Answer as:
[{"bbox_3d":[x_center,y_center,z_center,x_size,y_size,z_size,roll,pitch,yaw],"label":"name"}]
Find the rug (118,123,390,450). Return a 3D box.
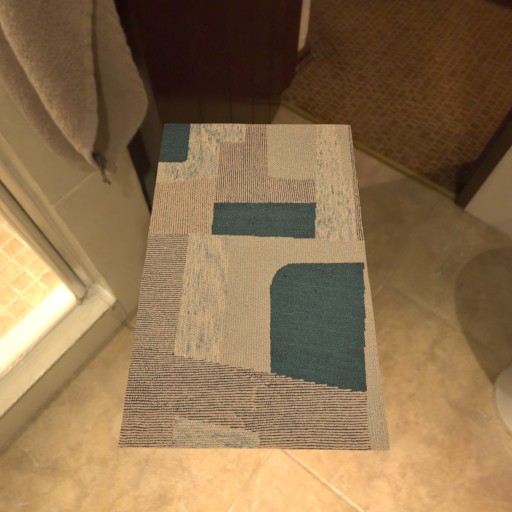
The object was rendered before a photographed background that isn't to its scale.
[{"bbox_3d":[0.000,0.000,3.039,1.521,0.015,2.436,0,62,0],"label":"rug"}]
